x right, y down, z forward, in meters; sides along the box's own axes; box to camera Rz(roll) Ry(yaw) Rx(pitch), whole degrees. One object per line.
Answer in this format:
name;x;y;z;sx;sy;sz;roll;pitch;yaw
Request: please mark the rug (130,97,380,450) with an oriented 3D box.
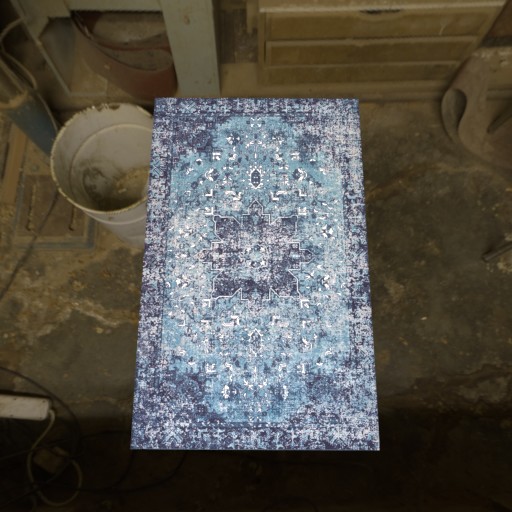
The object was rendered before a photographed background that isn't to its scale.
rug;0.000;0.000;3.008;1.525;0.007;2.440;0;75;0
